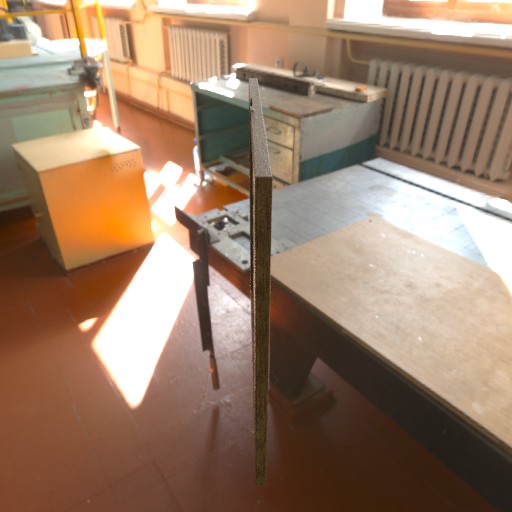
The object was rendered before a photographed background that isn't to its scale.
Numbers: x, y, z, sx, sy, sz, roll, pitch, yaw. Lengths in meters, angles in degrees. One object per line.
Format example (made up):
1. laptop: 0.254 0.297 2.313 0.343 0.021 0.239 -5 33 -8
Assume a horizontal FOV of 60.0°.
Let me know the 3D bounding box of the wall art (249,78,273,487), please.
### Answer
1. wall art: 0.000 0.000 0.843 0.021 0.582 0.561 -1 32 -1
